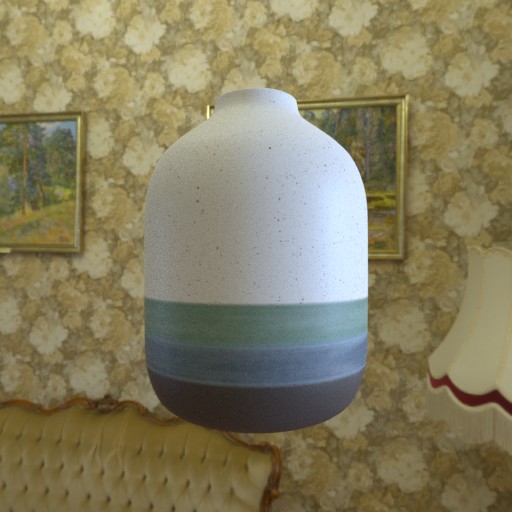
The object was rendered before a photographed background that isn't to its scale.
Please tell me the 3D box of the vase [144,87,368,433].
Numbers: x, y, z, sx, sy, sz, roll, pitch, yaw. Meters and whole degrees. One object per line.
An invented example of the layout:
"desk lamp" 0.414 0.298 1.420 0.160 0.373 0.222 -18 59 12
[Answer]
"vase" 0.000 0.000 0.346 0.169 0.240 0.169 0 -1 0
